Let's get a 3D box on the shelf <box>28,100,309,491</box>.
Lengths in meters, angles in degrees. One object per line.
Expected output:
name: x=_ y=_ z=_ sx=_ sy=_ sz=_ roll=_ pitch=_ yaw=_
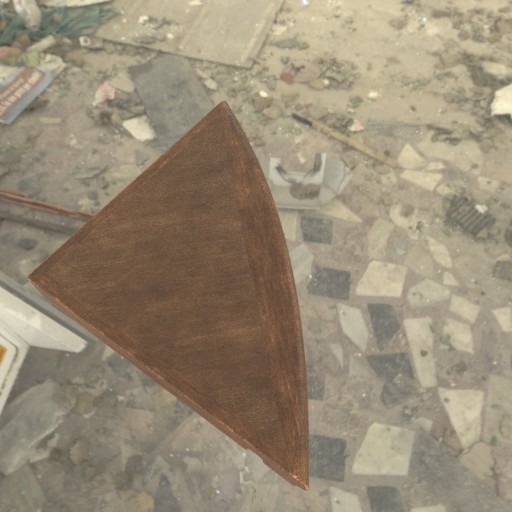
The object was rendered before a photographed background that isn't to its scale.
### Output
shelf: x=0.000 y=0.000 z=0.456 sx=0.310 sy=0.050 sz=0.310 roll=31 pitch=64 yaw=17
